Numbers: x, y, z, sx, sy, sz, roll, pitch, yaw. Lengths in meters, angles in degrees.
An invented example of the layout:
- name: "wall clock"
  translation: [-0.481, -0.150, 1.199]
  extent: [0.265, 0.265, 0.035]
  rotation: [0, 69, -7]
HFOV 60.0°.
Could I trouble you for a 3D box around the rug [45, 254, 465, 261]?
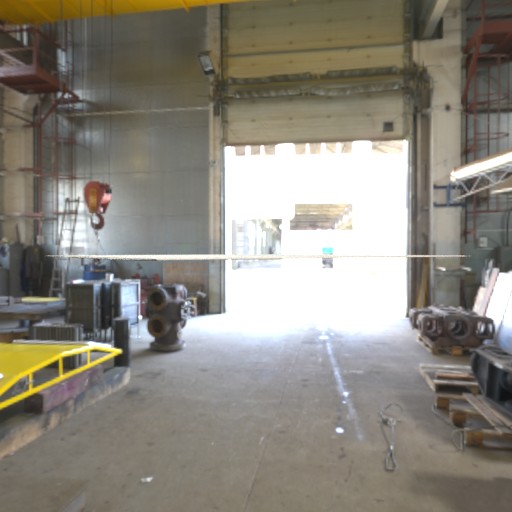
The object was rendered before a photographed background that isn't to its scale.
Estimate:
- name: "rug"
  translation: [0.000, 0.000, 4.240]
  extent: [3.327, 0.010, 2.464]
  rotation: [0, 1, -35]
